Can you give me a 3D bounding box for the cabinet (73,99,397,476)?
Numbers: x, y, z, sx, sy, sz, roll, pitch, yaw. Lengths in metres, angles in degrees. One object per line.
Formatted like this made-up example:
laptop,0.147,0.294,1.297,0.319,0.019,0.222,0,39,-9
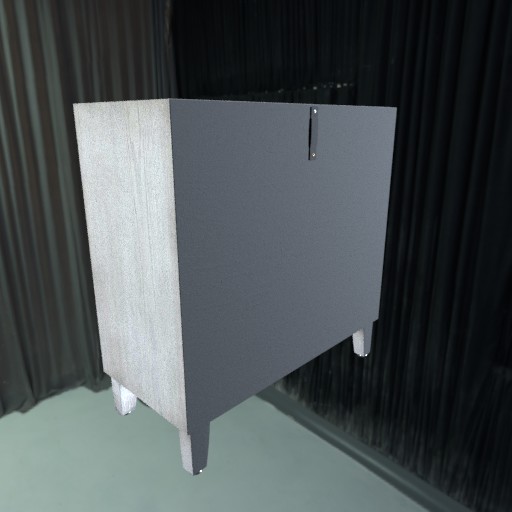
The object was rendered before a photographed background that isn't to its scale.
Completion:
cabinet,0.000,0.000,1.227,0.370,0.787,0.781,16,23,41
